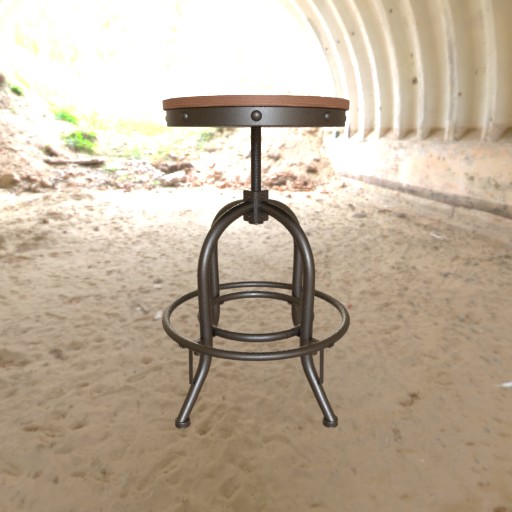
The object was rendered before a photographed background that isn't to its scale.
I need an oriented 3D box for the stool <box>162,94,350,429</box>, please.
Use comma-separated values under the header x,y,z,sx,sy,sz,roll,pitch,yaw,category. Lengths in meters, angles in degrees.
x,y,z,sx,sy,sz,roll,pitch,yaw,category
0.000,0.000,0.925,0.439,0.609,0.439,15,22,43,stool
